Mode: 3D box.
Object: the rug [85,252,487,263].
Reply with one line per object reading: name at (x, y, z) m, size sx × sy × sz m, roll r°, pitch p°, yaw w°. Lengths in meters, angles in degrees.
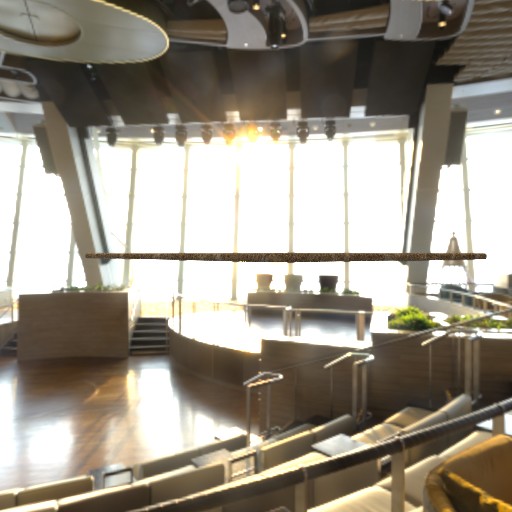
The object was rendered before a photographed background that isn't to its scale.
rug at (0.000, 0.000, 2.288) m, size 1.219 × 0.030 × 1.778 m, roll 0°, pitch 0°, yaw -37°
